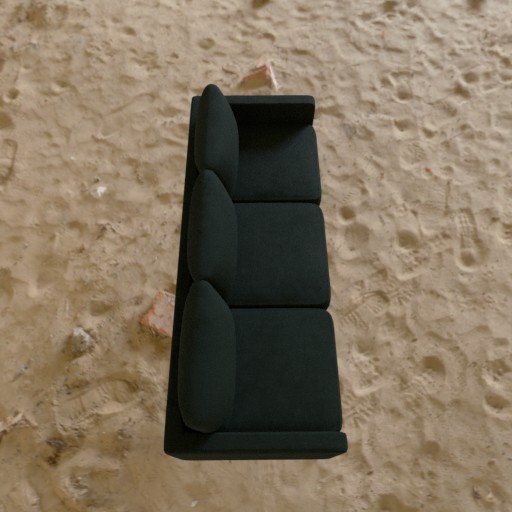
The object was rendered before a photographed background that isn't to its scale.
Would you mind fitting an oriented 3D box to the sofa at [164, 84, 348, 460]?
[{"bbox_3d":[0.000,0.000,2.680,0.859,0.870,2.218,0,63,0],"label":"sofa"}]
